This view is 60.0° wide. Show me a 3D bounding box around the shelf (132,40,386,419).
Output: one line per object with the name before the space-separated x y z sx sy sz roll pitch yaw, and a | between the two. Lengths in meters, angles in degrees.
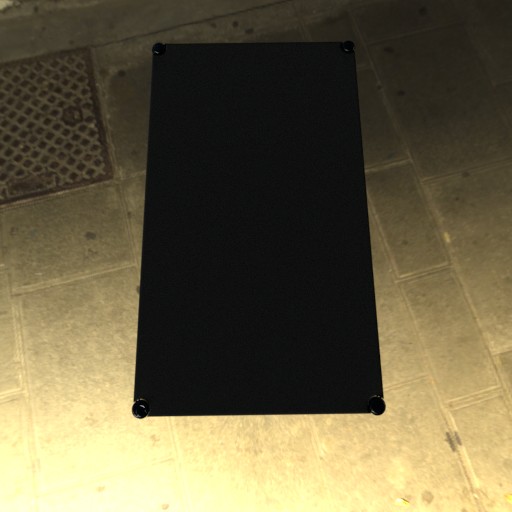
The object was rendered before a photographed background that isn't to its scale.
shelf | 0.000 0.000 0.928 0.338 0.564 0.589 -1 75 0
